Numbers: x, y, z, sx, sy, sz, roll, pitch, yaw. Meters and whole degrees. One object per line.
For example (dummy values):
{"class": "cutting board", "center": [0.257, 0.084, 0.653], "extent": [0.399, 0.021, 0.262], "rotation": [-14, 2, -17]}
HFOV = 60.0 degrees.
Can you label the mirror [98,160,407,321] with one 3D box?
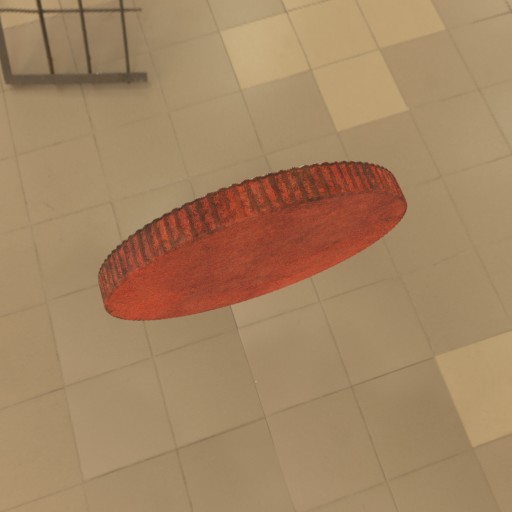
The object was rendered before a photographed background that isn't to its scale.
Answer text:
{"class": "mirror", "center": [0.000, 0.000, 0.899], "extent": [0.609, 0.609, 0.056], "rotation": [-18, 75, -5]}
